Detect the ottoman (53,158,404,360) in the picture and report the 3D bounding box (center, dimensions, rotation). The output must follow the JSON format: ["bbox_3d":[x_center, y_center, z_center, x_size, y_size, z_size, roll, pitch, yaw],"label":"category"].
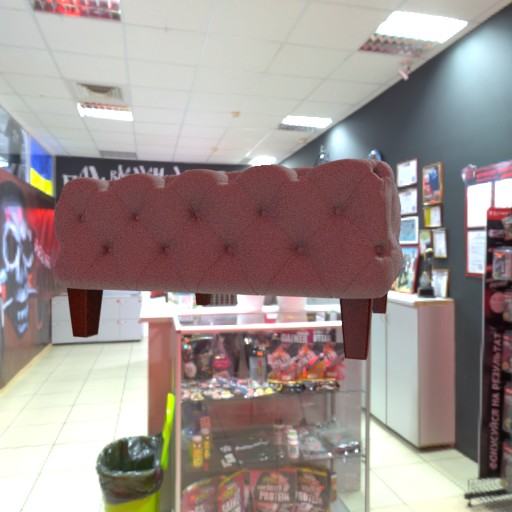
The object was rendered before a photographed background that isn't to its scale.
[{"bbox_3d":[0.000,0.000,1.453,0.917,0.439,0.911,0,1,19],"label":"ottoman"}]
